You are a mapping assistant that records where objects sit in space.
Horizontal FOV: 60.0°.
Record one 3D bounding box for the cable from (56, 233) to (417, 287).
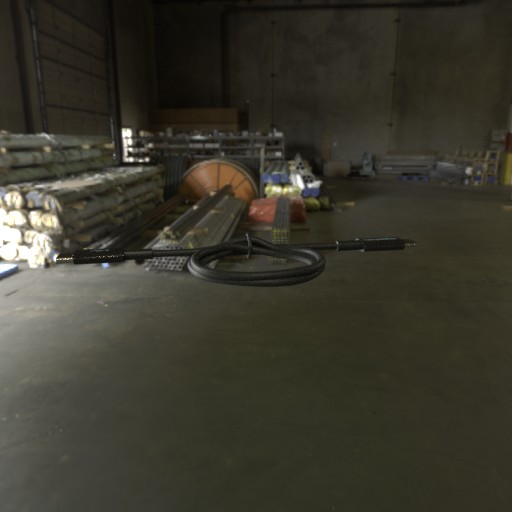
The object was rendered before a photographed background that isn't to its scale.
[{"bbox_3d":[0.000,0.000,0.225,0.203,0.014,0.070,-3,15,-10],"label":"cable"}]
